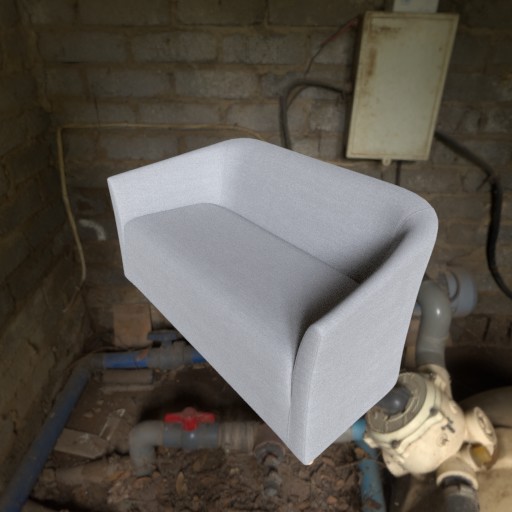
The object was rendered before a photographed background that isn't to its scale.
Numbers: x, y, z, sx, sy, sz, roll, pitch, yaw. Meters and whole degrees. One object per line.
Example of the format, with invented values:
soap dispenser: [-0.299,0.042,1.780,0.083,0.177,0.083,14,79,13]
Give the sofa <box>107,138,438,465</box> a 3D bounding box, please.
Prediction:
sofa: [0.000,0.000,1.878,0.705,0.721,1.452,-20,34,-32]
